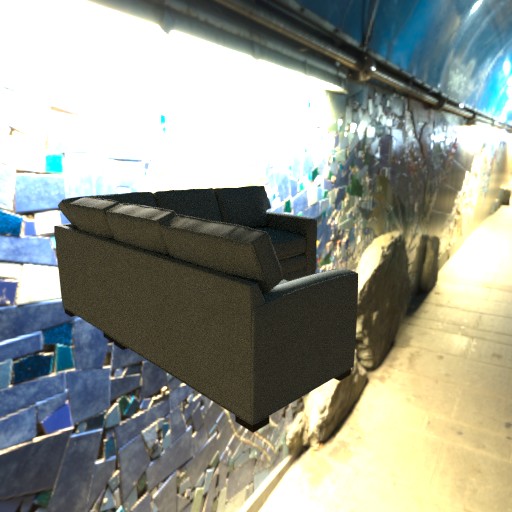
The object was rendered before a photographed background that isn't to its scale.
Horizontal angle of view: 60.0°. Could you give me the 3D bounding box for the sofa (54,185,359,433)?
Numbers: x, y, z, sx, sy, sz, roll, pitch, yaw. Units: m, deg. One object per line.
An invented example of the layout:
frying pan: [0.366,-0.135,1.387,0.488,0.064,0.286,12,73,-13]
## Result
sofa: [0.000,0.000,3.397,2.211,0.936,2.188,-13,18,-43]
